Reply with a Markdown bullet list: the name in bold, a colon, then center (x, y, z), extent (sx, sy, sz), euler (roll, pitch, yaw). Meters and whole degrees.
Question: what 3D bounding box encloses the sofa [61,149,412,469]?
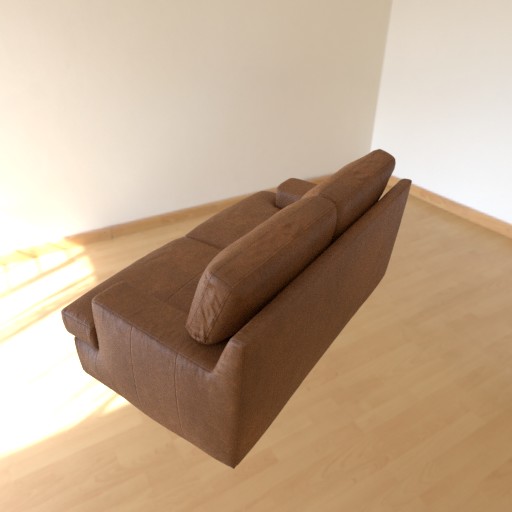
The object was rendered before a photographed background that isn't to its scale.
- **sofa**: center (0.000, 0.000, 2.525), extent (1.144, 0.966, 1.880), euler (19, 36, 29)
